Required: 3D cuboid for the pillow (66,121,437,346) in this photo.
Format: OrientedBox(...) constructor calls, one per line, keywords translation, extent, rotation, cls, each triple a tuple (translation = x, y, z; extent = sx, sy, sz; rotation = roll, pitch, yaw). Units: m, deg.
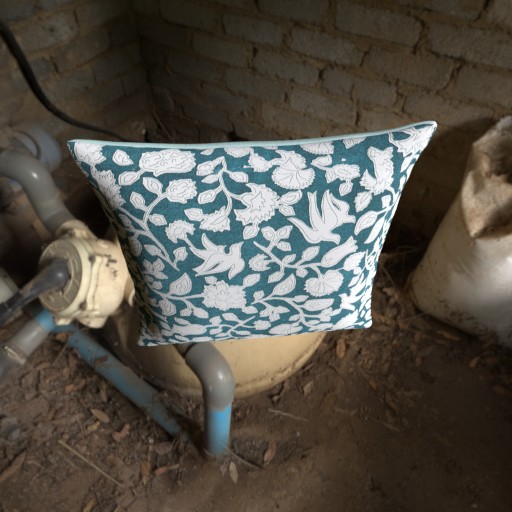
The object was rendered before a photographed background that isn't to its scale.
OrientedBox(translation=(0.000, 0.000, 0.804), extent=(0.525, 0.508, 0.166), rotation=(-4, 48, -4), cls="pillow")
